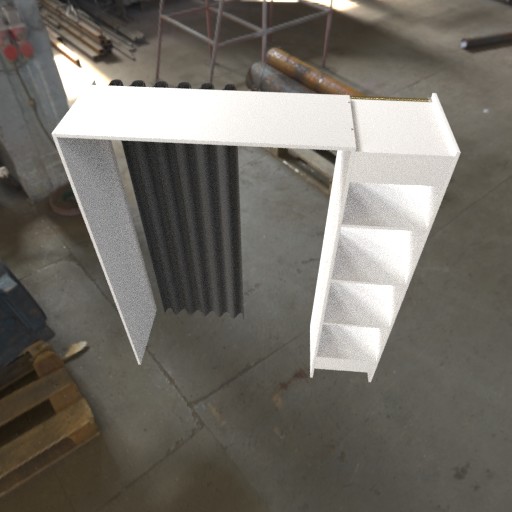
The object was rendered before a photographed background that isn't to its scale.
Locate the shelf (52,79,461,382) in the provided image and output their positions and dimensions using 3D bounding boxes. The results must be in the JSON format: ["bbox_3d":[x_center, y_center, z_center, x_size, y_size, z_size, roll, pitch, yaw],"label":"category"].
[{"bbox_3d":[0.000,0.000,2.552,1.600,1.810,0.500,4,47,3],"label":"shelf"}]
